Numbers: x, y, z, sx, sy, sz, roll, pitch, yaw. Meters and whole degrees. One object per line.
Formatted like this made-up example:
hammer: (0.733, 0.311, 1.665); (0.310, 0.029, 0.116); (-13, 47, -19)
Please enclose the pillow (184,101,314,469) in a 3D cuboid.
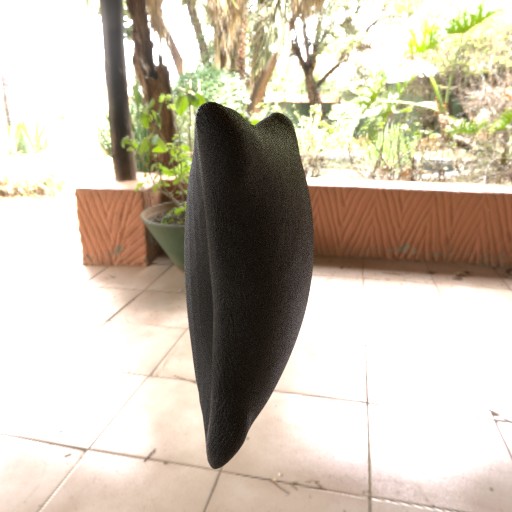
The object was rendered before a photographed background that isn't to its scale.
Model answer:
pillow: (0.000, 0.000, 0.822); (0.210, 0.523, 0.533); (3, 17, 11)
